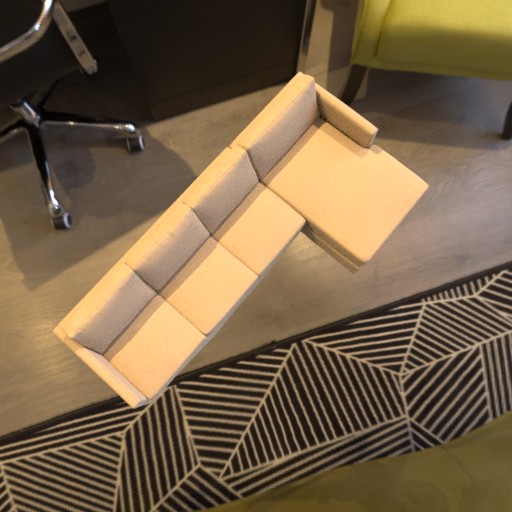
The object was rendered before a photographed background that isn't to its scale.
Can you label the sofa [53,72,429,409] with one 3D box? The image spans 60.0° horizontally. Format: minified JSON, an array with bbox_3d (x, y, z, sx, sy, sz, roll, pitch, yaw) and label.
[{"bbox_3d":[0.000,0.000,3.973,1.622,0.871,3.206,40,80,9],"label":"sofa"}]
